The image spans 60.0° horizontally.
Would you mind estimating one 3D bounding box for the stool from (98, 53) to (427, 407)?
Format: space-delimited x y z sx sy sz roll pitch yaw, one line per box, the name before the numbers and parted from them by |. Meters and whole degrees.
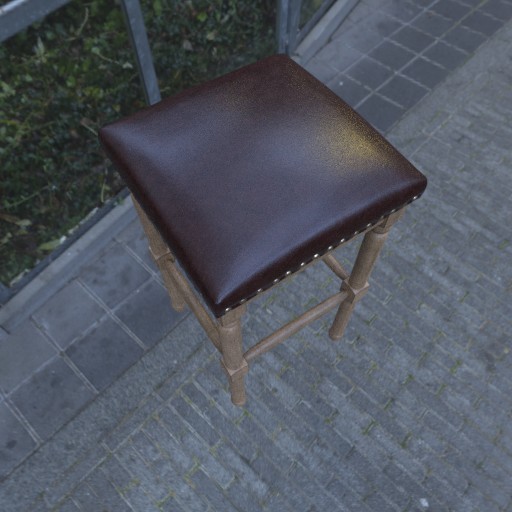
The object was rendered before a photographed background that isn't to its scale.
stool | 0.000 0.000 0.949 0.382 0.702 0.383 -30 63 -17
